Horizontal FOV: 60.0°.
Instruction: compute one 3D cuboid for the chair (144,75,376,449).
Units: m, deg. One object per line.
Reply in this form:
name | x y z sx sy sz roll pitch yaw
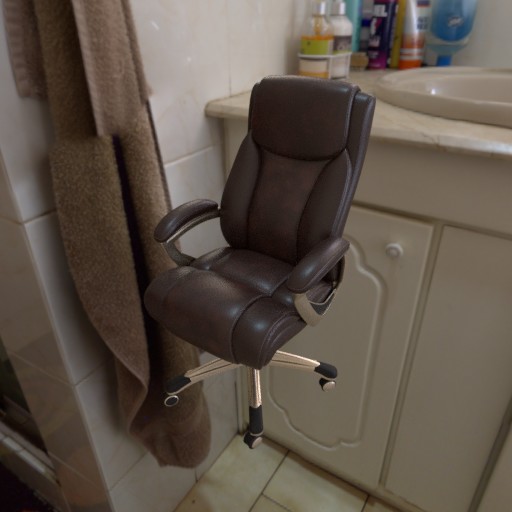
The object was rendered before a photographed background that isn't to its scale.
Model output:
chair | 0.000 0.000 1.668 0.692 1.194 0.749 19 35 29
